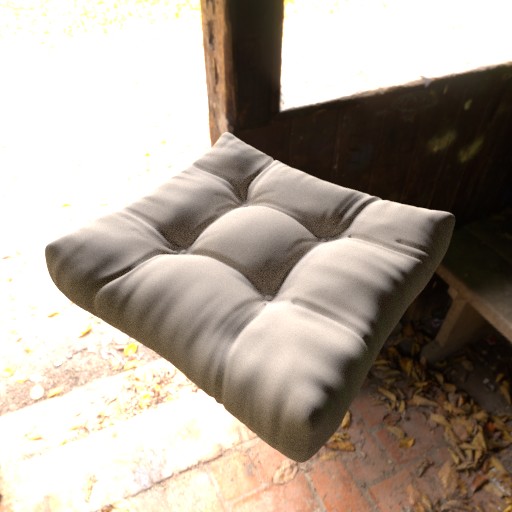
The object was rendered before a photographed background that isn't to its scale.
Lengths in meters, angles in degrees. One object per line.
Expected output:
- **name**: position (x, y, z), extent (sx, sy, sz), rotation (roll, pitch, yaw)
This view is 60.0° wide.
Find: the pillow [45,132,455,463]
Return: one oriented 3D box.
- **pillow**: position (0.000, 0.000, 0.716), extent (0.490, 0.128, 0.468), rotation (26, 49, 26)
